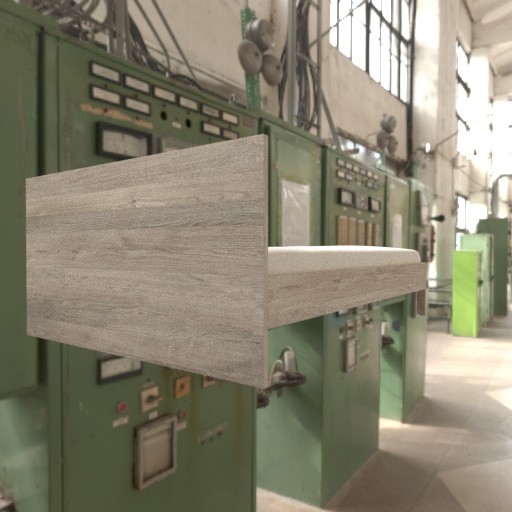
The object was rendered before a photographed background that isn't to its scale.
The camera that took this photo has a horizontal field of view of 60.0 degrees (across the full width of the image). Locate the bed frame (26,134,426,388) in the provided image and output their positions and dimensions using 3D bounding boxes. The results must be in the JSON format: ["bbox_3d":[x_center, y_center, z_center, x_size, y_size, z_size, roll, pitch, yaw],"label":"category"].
[{"bbox_3d":[0.000,0.000,2.619,1.490,0.800,1.950,1,1,36],"label":"bed frame"}]
